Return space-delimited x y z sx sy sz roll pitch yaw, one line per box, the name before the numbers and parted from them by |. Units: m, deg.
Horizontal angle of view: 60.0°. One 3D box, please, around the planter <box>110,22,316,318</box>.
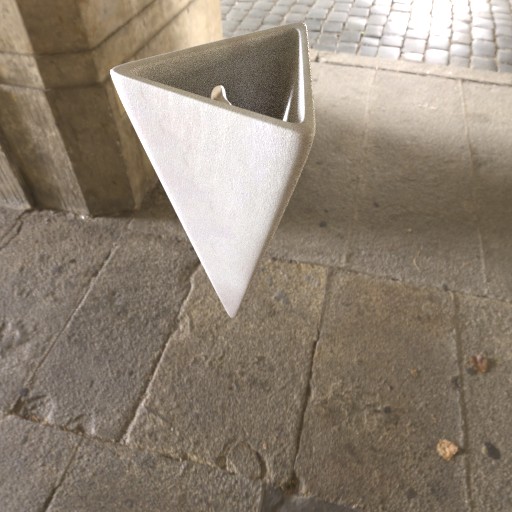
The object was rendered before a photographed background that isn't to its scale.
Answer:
planter | 0.000 0.000 0.268 0.101 0.224 0.081 -24 52 -20
